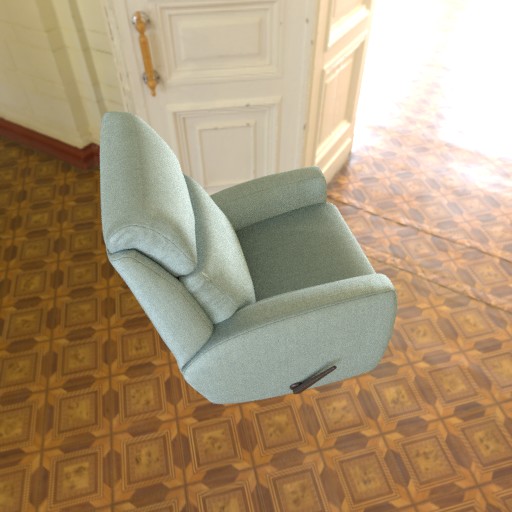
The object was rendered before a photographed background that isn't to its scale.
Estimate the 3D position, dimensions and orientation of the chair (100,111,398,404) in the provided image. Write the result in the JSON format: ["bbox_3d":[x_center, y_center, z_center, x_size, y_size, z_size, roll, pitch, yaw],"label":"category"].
[{"bbox_3d":[0.000,0.000,1.671,0.940,1.013,0.812,-11,47,-10],"label":"chair"}]
